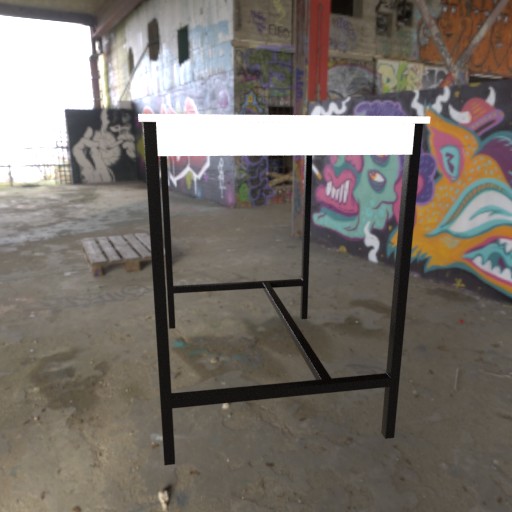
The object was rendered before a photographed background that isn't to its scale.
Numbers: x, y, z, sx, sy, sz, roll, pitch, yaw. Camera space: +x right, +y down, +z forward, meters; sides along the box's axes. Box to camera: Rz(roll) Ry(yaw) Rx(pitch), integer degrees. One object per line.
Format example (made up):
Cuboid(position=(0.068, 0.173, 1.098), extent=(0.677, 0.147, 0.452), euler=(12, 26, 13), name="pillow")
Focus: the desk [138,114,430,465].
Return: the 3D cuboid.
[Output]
Cuboid(position=(0.000, 0.000, 1.330), extent=(0.573, 0.766, 0.811), euler=(-3, 15, -10), name="desk")
